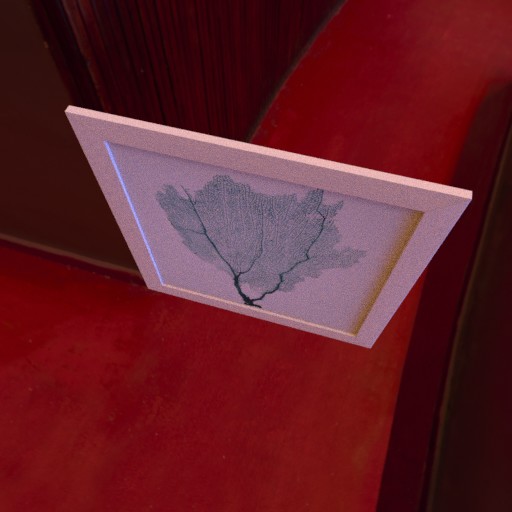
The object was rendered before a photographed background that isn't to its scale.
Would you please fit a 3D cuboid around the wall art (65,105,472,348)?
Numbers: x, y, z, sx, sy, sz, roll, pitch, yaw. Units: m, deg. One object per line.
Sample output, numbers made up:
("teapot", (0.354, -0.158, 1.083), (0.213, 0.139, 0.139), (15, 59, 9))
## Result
("wall art", (0.000, 0.000, 0.852), (0.572, 0.577, 0.015), (14, 61, 8))
